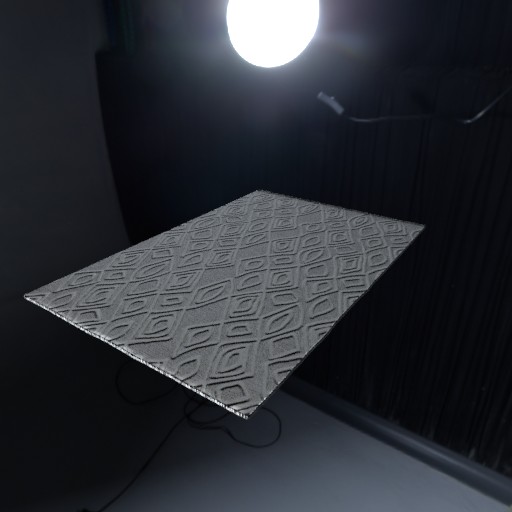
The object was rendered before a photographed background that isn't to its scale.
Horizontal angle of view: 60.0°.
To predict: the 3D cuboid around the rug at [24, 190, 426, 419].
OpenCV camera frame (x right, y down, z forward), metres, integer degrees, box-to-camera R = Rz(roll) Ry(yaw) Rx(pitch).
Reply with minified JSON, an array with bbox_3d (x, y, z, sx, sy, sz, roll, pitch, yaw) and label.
[{"bbox_3d":[0.000,0.000,2.304,1.224,0.016,1.832,17,31,31],"label":"rug"}]
